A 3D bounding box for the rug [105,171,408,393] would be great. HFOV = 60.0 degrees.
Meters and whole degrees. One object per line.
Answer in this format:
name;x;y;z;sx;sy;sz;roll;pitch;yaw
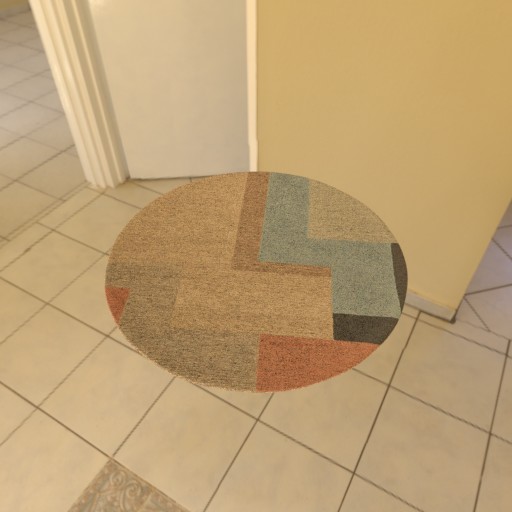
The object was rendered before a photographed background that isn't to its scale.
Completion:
rug;0.000;0.000;3.694;2.461;0.033;2.461;0;45;0
